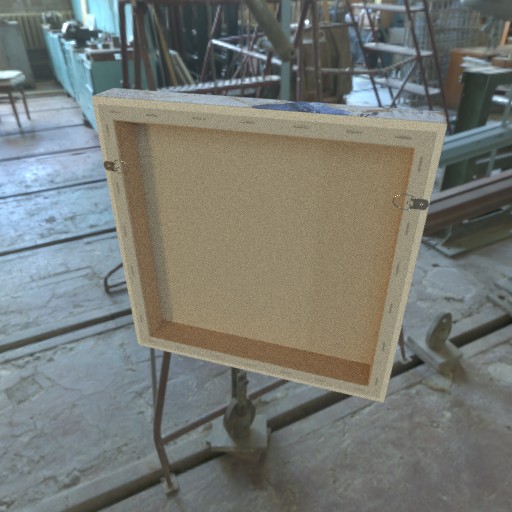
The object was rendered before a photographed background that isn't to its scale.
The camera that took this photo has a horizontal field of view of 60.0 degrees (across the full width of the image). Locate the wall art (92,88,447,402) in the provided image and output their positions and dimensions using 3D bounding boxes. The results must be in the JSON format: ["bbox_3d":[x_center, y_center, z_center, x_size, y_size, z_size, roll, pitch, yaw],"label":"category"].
[{"bbox_3d":[0.000,0.000,0.454,0.303,0.304,0.036,9,33,15],"label":"wall art"}]
